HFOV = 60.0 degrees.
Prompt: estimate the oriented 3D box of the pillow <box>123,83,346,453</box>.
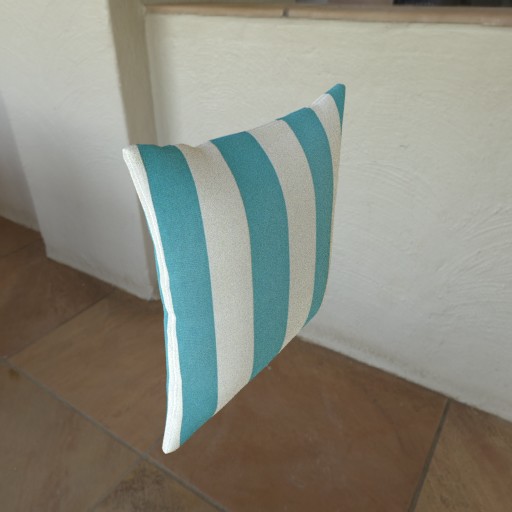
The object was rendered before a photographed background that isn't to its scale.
[{"bbox_3d":[0.000,0.000,0.805,0.189,0.526,0.536,21,37,30],"label":"pillow"}]
